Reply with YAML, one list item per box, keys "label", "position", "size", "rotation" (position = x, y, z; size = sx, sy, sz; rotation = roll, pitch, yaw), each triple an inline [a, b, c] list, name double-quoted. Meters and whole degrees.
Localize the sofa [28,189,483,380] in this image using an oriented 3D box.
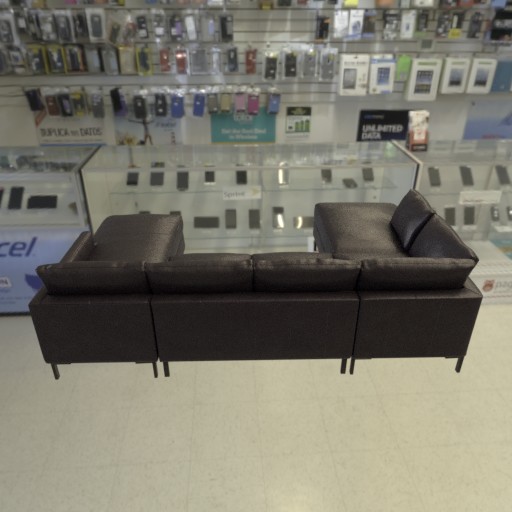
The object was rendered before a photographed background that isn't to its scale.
- label: "sofa"
  position: [0.000, 0.000, 3.755]
  size: [2.956, 0.900, 1.939]
  rotation: [-1, 29, -1]
